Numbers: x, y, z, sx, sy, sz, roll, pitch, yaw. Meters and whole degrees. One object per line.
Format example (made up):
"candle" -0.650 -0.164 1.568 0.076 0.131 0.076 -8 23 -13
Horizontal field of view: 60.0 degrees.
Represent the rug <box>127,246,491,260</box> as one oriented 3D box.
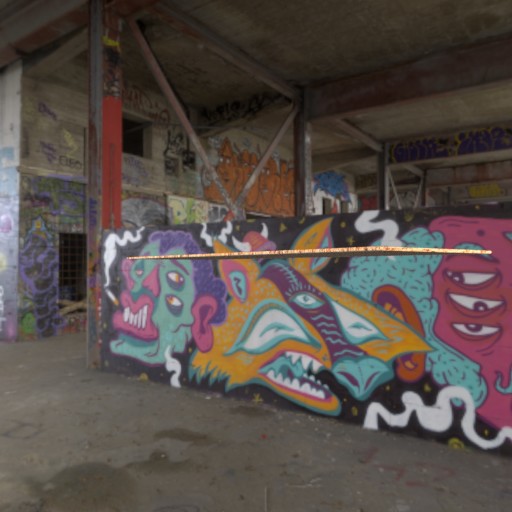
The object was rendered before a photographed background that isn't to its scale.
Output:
"rug" 0.000 0.000 2.451 0.680 0.014 2.237 1 -2 -35
